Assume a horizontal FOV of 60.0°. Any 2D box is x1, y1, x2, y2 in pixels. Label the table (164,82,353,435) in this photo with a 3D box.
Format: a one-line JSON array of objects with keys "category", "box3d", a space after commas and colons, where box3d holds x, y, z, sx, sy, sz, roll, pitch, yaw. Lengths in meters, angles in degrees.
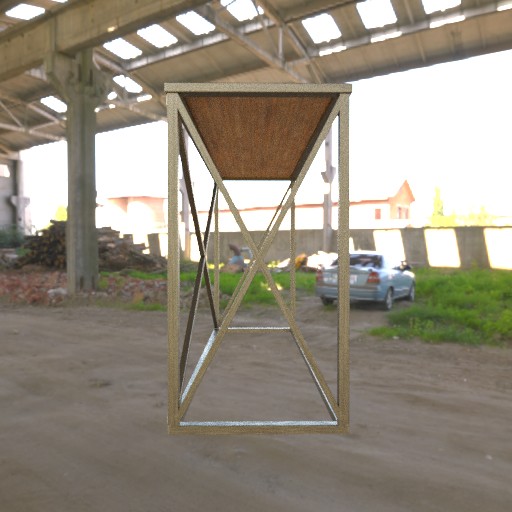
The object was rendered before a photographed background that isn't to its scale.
[{"category": "table", "box3d": [0.000, 0.000, 1.555, 0.402, 0.753, 1.216, 0, 1, -1]}]
